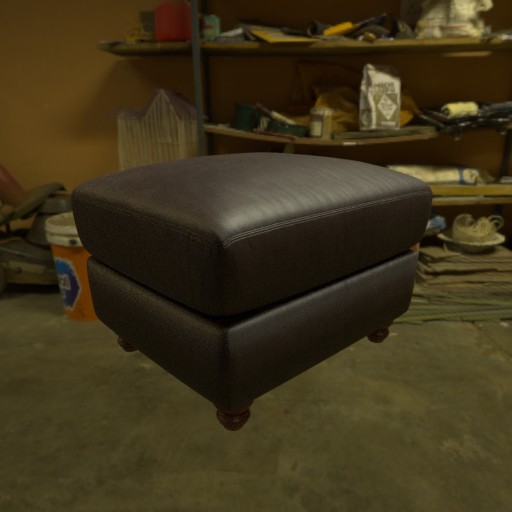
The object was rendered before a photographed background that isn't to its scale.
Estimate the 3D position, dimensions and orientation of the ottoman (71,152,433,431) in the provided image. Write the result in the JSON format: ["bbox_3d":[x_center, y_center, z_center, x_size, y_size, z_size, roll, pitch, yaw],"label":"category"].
[{"bbox_3d":[0.000,0.000,1.283,0.806,0.569,0.670,-16,23,-41],"label":"ottoman"}]
